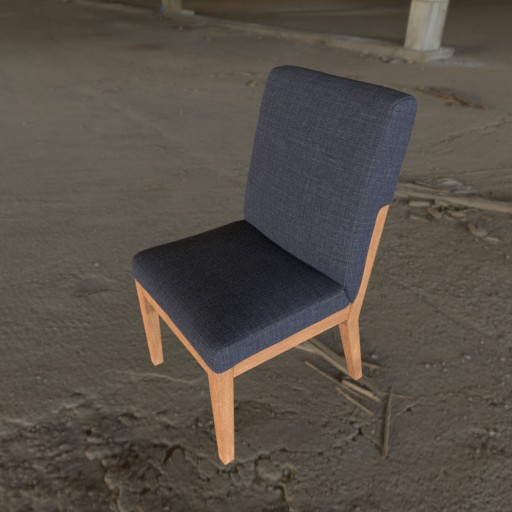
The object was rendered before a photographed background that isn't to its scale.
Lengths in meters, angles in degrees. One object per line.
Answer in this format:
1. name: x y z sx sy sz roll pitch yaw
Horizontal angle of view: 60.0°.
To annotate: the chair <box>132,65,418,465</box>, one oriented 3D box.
1. chair: 0.000 0.000 1.265 0.586 0.911 0.507 -21 39 -29
